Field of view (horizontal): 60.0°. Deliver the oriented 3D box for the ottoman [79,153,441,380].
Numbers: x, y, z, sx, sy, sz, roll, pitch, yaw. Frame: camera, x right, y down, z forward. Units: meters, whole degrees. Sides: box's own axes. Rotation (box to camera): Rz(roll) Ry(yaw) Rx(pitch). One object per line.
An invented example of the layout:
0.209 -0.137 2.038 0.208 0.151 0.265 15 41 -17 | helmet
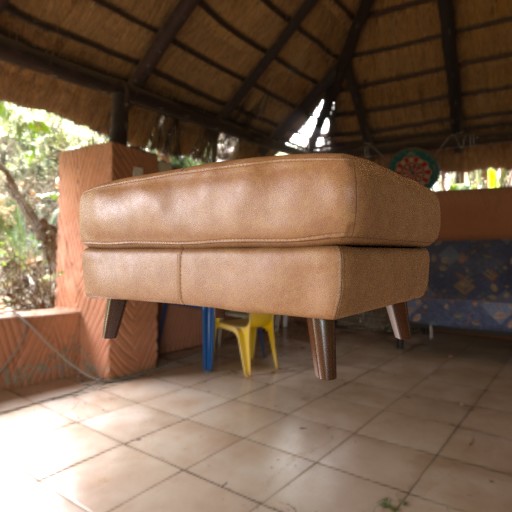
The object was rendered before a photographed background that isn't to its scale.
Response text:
0.000 0.000 1.240 0.869 0.461 0.630 0 1 36 | ottoman
